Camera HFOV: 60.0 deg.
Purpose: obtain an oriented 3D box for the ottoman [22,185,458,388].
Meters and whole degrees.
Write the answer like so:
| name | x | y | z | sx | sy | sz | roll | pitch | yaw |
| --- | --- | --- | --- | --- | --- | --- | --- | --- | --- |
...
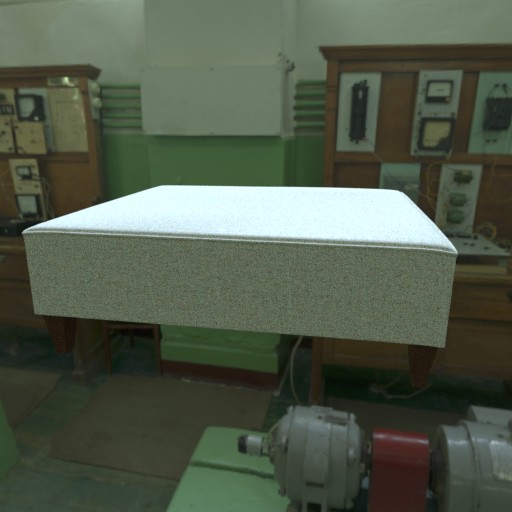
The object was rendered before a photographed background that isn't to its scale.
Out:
| name | x | y | z | sx | sy | sz | roll | pitch | yaw |
| --- | --- | --- | --- | --- | --- | --- | --- | --- | --- |
| ottoman | 0.000 | 0.000 | 1.207 | 0.835 | 0.303 | 0.736 | 3 | 16 | 10 |
